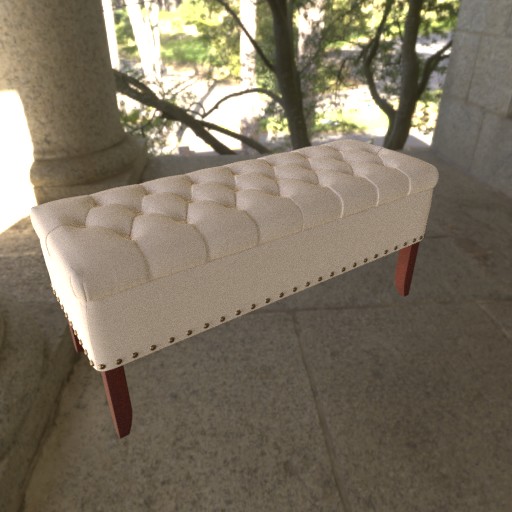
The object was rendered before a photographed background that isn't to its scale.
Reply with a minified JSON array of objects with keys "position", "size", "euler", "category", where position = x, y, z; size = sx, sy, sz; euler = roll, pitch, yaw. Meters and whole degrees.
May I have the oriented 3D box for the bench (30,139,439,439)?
[{"position":[0.000,0.000,1.273],"size":[1.054,0.470,0.400],"euler":[-19,35,-30],"category":"bench"}]
